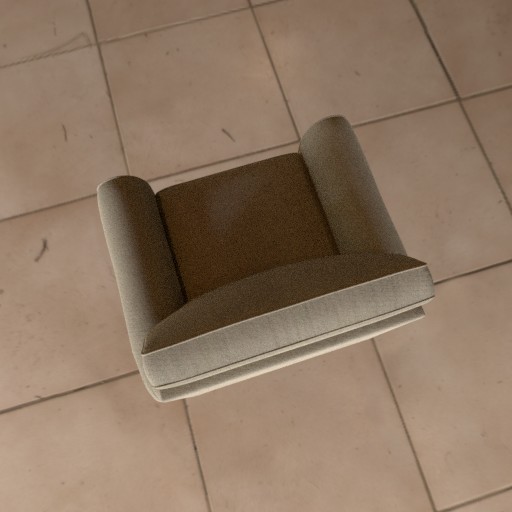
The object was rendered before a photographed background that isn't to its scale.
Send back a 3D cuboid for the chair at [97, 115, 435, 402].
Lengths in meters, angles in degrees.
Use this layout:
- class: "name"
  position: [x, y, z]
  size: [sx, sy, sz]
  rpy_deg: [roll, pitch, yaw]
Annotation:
- class: "chair"
  position: [0.000, 0.000, 1.904]
  size: [1.147, 1.044, 0.939]
  rpy_deg: [-17, 75, -5]
